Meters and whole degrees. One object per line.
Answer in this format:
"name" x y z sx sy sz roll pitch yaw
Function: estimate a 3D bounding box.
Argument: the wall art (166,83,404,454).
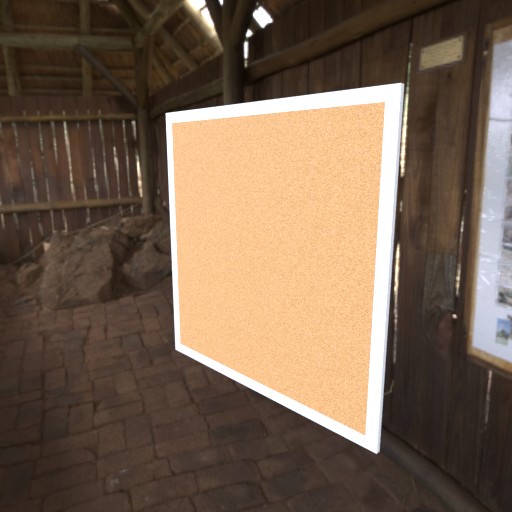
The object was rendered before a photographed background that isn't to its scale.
"wall art" 0.000 0.000 0.845 0.009 0.559 0.558 -12 17 -43
